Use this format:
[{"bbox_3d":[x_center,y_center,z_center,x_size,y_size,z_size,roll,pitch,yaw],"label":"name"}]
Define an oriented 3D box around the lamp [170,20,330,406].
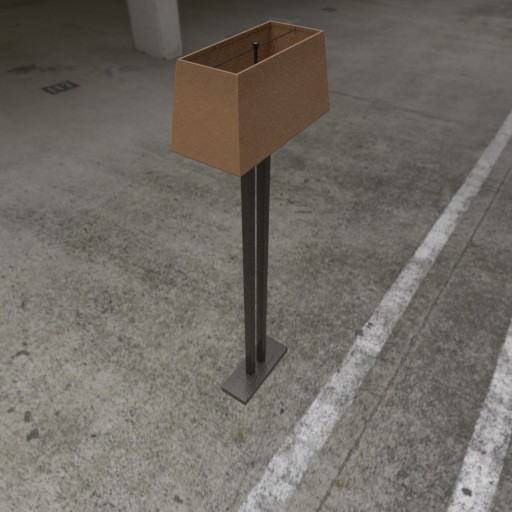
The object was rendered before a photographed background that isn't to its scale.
[{"bbox_3d":[0.000,0.000,1.622,0.233,1.469,0.475,25,48,25],"label":"lamp"}]
